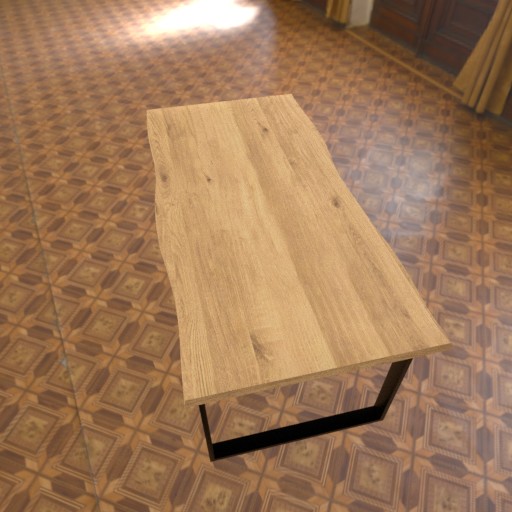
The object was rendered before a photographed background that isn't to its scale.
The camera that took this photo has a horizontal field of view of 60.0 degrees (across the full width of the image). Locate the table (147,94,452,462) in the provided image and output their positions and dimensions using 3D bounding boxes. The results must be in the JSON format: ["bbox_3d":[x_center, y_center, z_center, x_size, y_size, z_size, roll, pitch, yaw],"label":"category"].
[{"bbox_3d":[0.000,0.000,2.254,0.900,0.780,1.800,-10,47,-9],"label":"table"}]
